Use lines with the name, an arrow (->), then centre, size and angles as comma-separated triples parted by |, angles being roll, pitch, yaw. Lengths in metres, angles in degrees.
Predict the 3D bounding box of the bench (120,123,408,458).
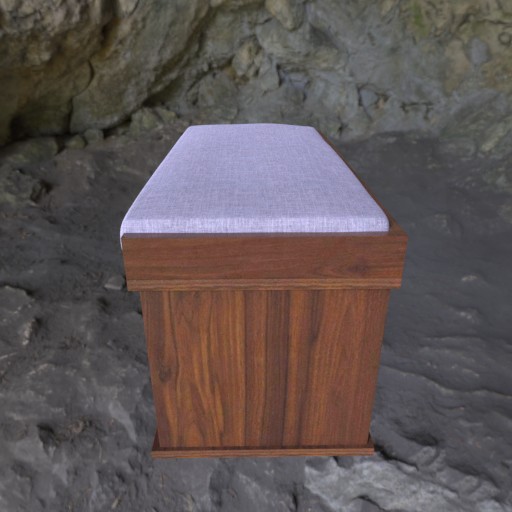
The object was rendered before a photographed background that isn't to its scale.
bench -> 0.000, 0.000, 0.957 | 0.362, 0.461, 0.734 | 0, 26, -1
